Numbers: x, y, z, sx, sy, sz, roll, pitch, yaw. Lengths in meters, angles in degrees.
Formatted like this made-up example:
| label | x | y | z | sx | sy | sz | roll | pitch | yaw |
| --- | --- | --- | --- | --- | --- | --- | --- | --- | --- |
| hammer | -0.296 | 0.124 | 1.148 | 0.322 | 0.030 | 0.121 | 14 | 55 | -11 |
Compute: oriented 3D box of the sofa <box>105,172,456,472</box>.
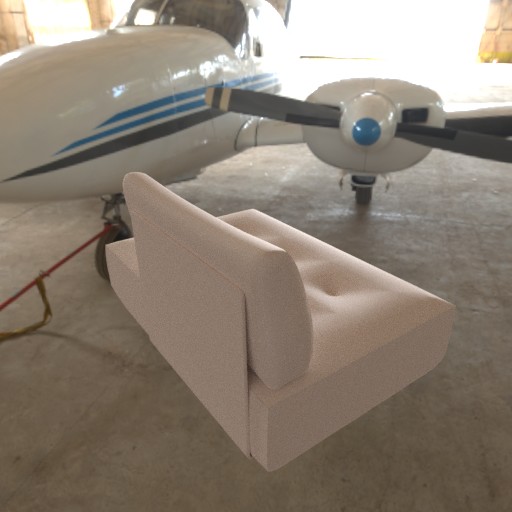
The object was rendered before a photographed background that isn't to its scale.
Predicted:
| label | x | y | z | sx | sy | sz | roll | pitch | yaw |
| --- | --- | --- | --- | --- | --- | --- | --- | --- | --- |
| sofa | 0.000 | 0.000 | 2.051 | 1.000 | 0.820 | 1.450 | -17 | 31 | -32 |
